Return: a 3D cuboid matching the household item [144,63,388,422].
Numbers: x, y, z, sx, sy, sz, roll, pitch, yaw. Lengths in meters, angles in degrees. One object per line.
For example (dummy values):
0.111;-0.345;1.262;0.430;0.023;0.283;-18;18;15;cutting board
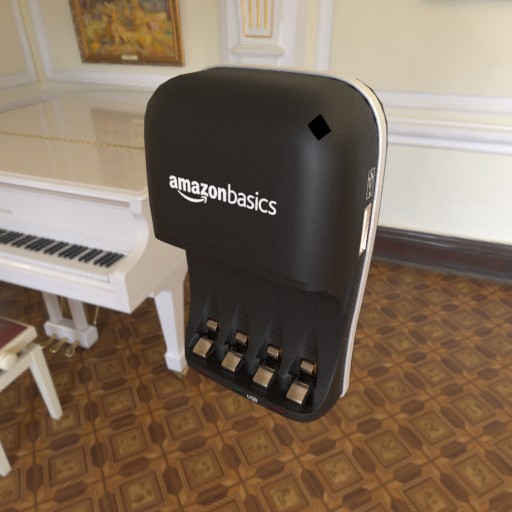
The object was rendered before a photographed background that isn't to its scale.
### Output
0.000;0.000;0.147;0.070;0.114;0.038;18;35;28;household item
